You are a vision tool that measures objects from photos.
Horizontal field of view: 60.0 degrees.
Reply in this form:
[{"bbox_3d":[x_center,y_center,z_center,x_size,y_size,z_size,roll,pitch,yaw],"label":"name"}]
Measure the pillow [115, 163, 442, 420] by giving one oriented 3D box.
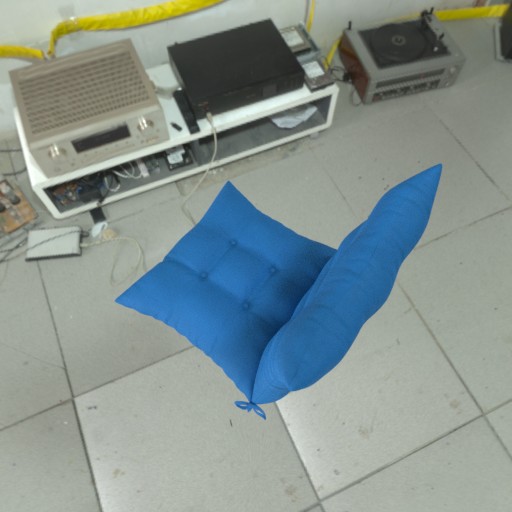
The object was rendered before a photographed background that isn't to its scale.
[{"bbox_3d":[0.000,0.000,1.027,0.585,0.536,0.541,33,68,15],"label":"pillow"}]
